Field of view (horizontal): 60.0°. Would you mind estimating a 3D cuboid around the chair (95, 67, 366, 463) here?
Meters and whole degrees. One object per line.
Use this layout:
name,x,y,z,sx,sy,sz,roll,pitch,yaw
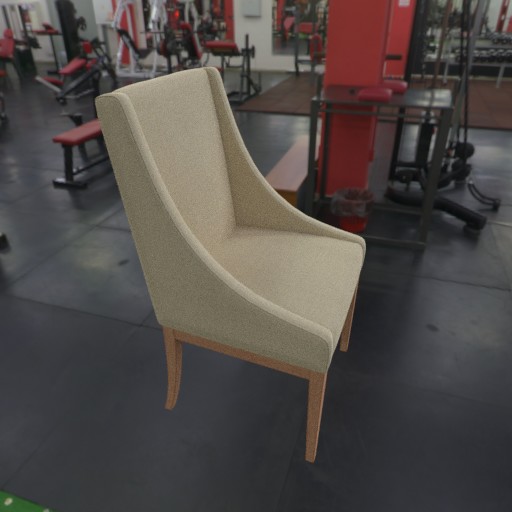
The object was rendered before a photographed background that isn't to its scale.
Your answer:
chair,0.000,0.000,1.384,0.611,1.021,0.575,11,32,18
